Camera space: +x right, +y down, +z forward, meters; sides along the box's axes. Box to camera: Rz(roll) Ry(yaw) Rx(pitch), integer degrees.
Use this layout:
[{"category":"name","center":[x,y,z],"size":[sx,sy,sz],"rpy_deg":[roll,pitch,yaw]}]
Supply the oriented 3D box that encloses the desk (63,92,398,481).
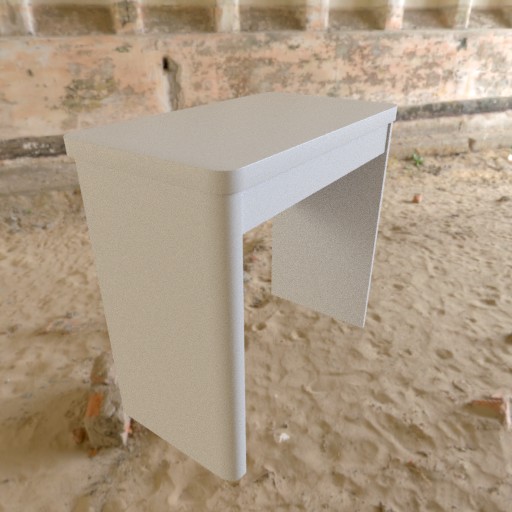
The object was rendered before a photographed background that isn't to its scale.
[{"category":"desk","center":[0.000,0.000,1.251],"size":[0.446,0.760,0.790],"rpy_deg":[18,33,31]}]
